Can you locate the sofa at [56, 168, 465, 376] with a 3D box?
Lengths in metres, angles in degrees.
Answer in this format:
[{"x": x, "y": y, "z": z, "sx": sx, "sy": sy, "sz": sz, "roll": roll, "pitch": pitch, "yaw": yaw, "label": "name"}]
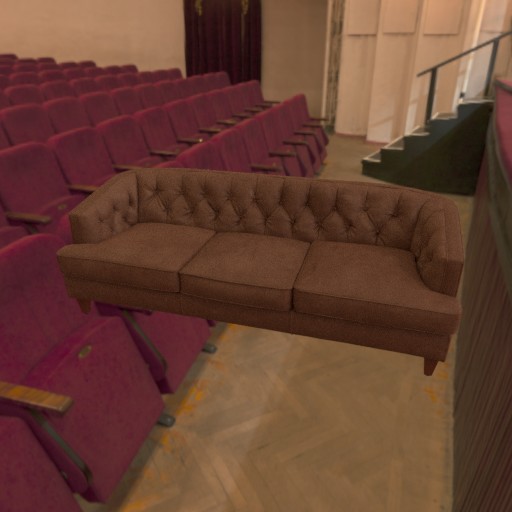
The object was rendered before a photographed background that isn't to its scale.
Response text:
[{"x": 0.000, "y": 0.000, "z": 2.694, "sx": 2.227, "sy": 0.787, "sz": 0.927, "roll": 7, "pitch": 27, "yaw": 15, "label": "sofa"}]
